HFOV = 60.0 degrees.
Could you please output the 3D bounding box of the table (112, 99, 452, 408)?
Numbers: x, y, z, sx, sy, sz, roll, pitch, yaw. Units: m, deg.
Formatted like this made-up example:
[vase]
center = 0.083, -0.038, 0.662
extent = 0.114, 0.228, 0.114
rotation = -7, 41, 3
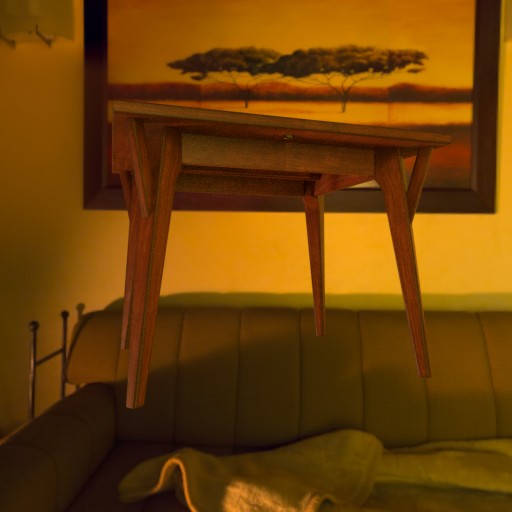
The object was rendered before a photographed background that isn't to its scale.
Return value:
[table]
center = 0.000, 0.000, 1.606
extent = 0.991, 0.761, 0.838
rotation = 0, 0, -18
